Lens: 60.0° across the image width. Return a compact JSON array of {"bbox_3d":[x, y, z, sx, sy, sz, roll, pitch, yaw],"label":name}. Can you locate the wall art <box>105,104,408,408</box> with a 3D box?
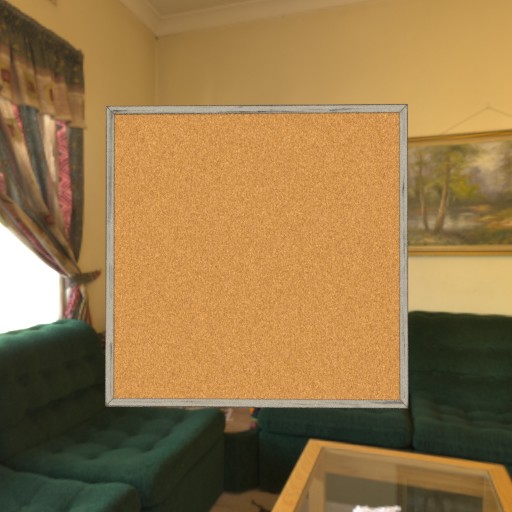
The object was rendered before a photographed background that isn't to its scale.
[{"bbox_3d":[0.000,0.000,1.134,0.761,0.761,0.037,0,0,1],"label":"wall art"}]
